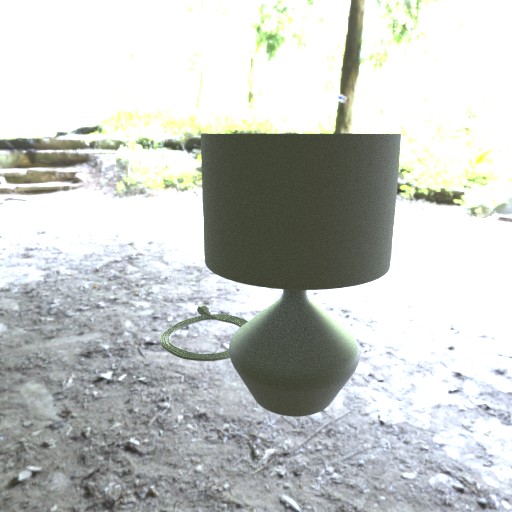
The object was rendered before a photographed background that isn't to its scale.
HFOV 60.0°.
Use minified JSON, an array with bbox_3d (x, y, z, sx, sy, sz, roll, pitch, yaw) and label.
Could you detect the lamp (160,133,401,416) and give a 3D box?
[{"bbox_3d":[0.000,0.000,0.858,0.401,0.457,0.546,-3,16,-9],"label":"lamp"}]
